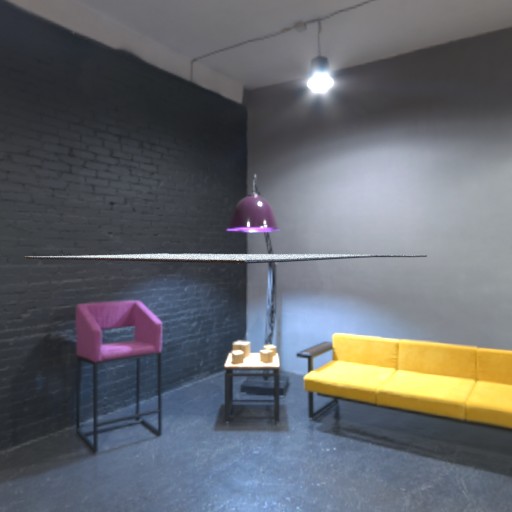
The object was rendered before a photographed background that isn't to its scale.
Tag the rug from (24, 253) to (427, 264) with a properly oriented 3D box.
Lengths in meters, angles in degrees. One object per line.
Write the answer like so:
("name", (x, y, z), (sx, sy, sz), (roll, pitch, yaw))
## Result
("rug", (0.000, 0.000, 3.027), (1.624, 0.030, 2.349), (0, 1, 37))
